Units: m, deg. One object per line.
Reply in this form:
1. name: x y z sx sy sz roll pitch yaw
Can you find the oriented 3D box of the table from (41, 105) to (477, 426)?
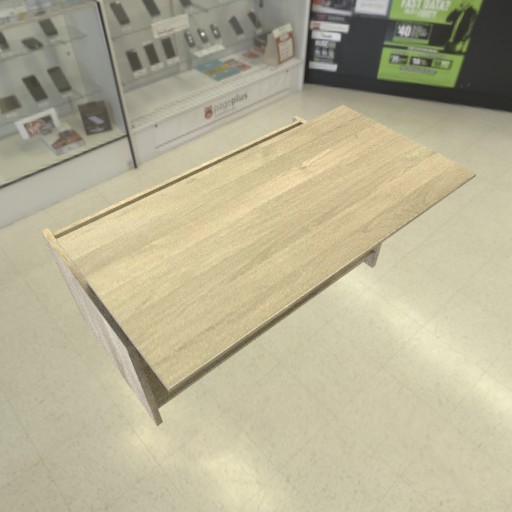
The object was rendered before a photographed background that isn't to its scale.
1. table: 0.000 0.000 1.402 1.000 0.570 0.712 -31 54 -26
